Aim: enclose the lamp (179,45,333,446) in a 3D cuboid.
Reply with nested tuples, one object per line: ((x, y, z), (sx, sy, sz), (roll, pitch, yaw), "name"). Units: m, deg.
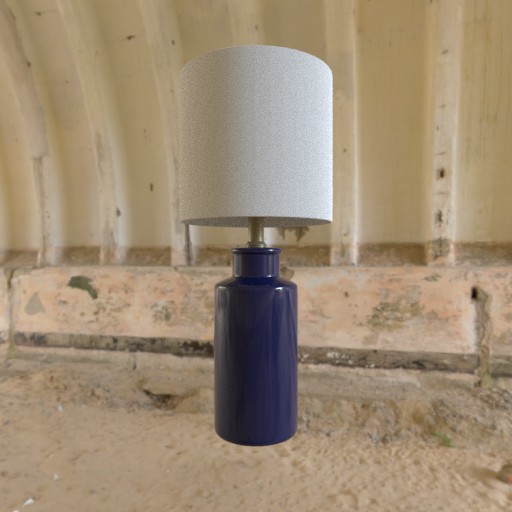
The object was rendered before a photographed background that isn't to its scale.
((0.000, 0.000, 0.623), (0.212, 0.493, 0.212), (0, 0, -18), "lamp")
